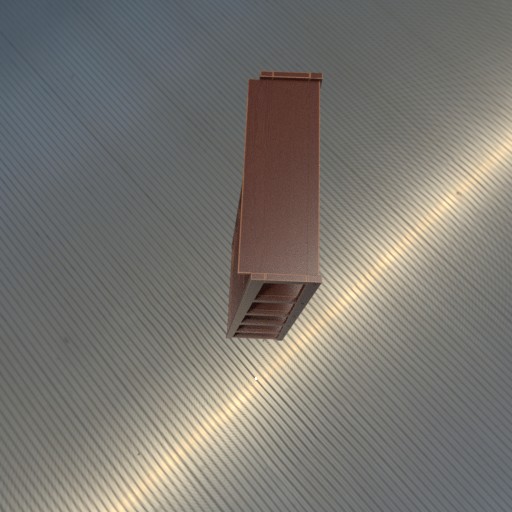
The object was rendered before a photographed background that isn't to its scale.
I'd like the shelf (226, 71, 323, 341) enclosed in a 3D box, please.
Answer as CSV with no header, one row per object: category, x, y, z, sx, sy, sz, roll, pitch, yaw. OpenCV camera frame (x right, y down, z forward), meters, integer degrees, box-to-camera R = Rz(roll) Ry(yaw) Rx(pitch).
shelf,0.000,0.000,2.184,0.381,1.892,0.660,2,75,1
